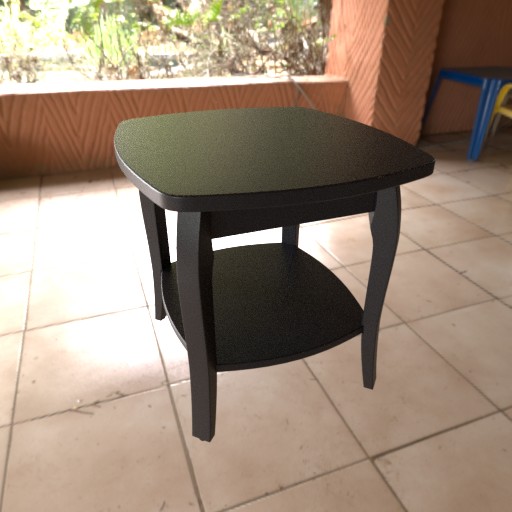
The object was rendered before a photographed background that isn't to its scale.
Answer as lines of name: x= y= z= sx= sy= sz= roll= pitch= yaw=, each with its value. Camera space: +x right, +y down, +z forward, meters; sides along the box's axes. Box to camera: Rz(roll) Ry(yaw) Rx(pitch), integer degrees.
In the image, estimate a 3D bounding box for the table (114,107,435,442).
table: x=0.000 y=0.000 z=0.855 sx=0.457 sy=0.457 sz=0.508 roll=-11 pitch=31 yaw=-19
